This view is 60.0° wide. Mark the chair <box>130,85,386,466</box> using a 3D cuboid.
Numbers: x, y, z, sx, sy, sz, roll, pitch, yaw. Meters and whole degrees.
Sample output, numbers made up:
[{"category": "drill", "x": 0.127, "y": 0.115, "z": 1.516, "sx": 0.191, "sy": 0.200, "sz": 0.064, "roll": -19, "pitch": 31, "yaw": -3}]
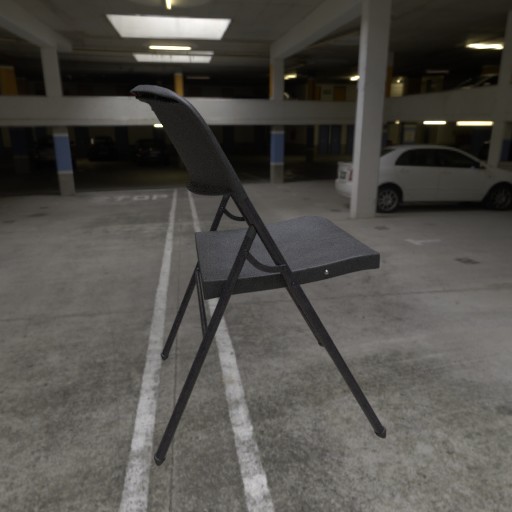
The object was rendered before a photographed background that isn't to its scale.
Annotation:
[{"category": "chair", "x": 0.000, "y": 0.000, "z": 1.146, "sx": 0.566, "sy": 0.810, "sz": 0.494, "roll": -3, "pitch": 17, "yaw": -9}]
